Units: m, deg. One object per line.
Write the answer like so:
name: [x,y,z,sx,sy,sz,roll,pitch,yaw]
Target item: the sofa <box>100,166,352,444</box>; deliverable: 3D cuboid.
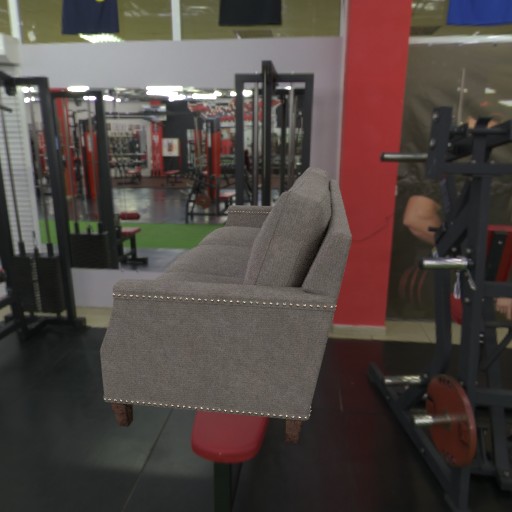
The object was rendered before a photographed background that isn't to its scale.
sofa: [0.000,0.000,2.781,1.034,1.042,2.226,2,15,9]
